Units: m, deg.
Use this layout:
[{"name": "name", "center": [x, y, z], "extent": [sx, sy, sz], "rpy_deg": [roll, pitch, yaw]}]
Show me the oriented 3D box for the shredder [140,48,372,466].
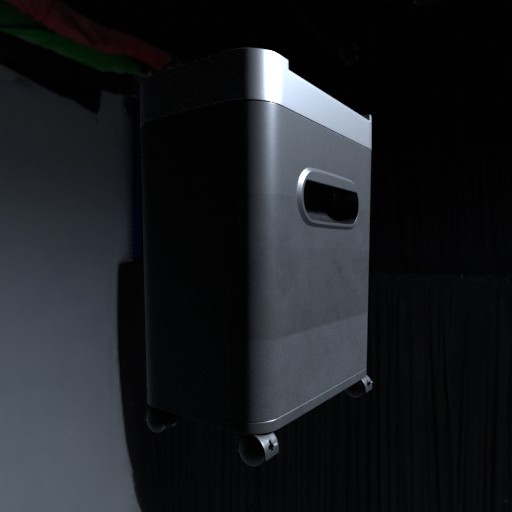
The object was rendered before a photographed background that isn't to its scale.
[{"name": "shredder", "center": [0.000, 0.000, 0.613], "extent": [0.237, 0.419, 0.311], "rpy_deg": [0, 1, 36]}]
